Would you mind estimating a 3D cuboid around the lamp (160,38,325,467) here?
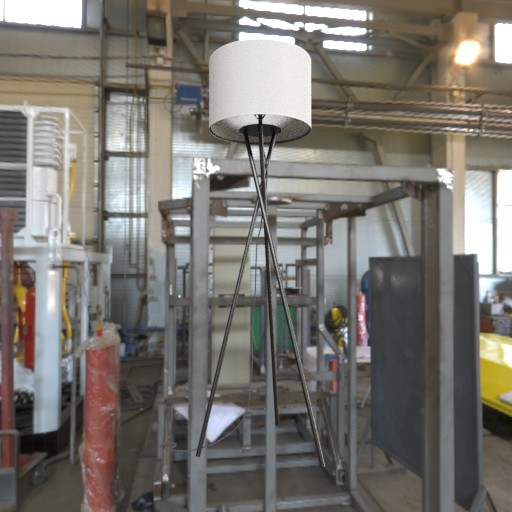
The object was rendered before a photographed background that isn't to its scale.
[{"bbox_3d":[0.000,0.000,1.907,0.667,1.624,0.522,-1,-1,36],"label":"lamp"}]
